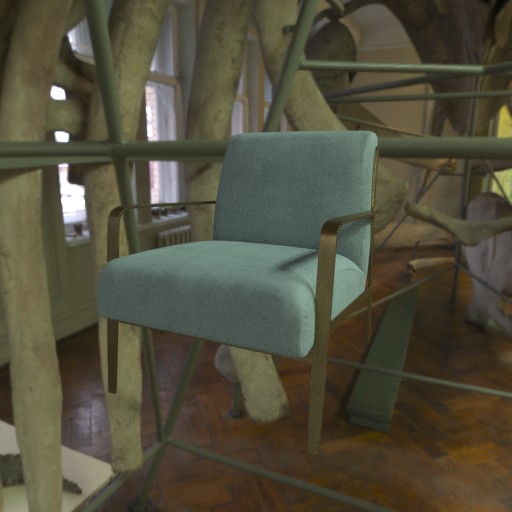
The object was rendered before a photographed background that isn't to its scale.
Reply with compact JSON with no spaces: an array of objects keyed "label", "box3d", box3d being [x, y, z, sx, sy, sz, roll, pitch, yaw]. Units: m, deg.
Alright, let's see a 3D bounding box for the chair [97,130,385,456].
[{"label":"chair","box3d":[0.000,0.000,1.472,0.701,0.824,0.842,6,15,25]}]
